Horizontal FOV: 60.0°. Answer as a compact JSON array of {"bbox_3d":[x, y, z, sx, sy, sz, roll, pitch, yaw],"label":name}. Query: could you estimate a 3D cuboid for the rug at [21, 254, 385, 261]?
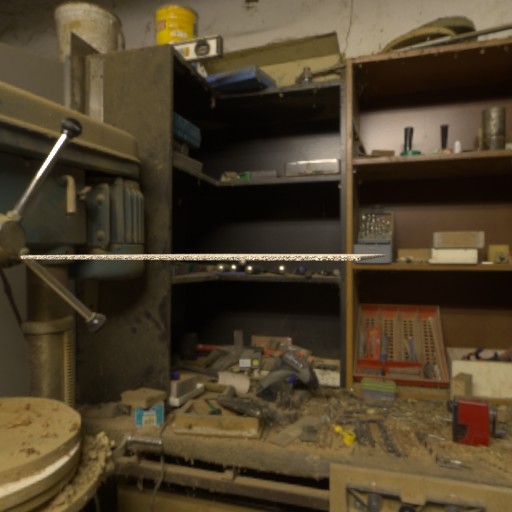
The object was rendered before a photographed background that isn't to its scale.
[{"bbox_3d":[0.000,0.000,2.877,1.532,0.018,2.297,0,0,18],"label":"rug"}]
